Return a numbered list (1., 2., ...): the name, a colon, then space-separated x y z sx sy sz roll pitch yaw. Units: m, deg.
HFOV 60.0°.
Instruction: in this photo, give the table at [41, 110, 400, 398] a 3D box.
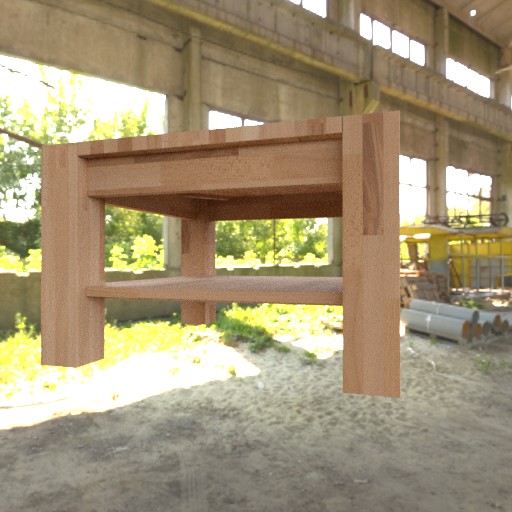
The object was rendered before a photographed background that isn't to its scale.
1. table: 0.000 0.000 1.133 0.700 0.451 0.700 0 0 18
